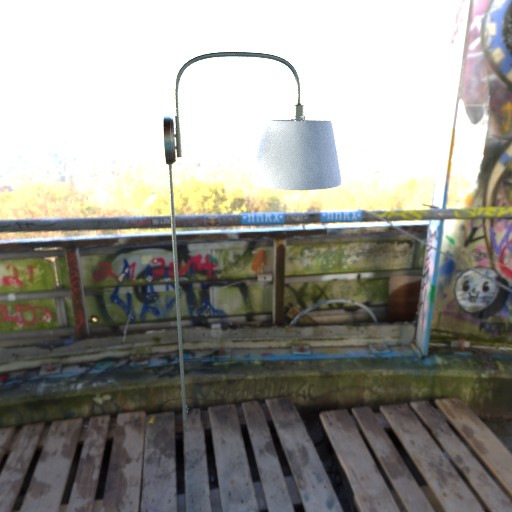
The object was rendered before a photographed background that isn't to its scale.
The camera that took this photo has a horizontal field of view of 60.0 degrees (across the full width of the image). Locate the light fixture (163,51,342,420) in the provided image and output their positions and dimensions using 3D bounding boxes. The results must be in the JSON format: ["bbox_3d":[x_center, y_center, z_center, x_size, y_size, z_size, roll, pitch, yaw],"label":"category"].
[{"bbox_3d":[0.000,0.000,0.474,0.176,0.399,0.092,-3,18,-8],"label":"light fixture"}]
